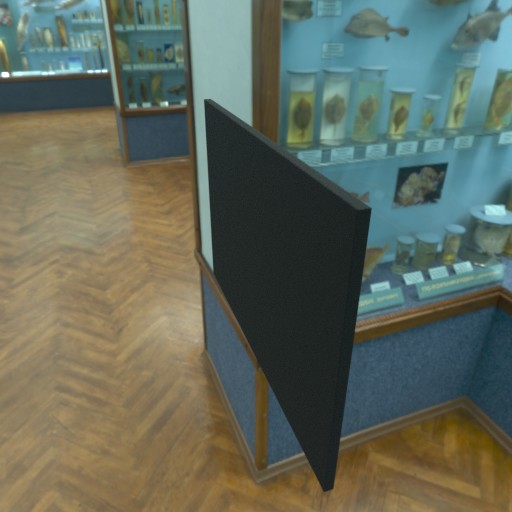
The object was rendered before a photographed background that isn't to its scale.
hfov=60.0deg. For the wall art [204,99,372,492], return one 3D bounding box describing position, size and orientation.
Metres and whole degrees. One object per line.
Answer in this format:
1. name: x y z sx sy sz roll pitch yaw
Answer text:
1. wall art: 0.000 0.000 1.194 0.026 0.656 0.958 -9 30 -16
